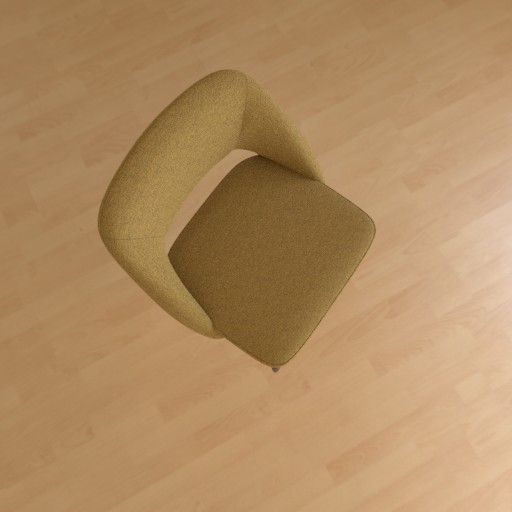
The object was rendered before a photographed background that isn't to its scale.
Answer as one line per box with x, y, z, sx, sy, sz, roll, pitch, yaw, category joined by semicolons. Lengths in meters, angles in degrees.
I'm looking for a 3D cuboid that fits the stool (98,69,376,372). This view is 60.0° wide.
0.000;0.000;1.262;0.522;0.939;0.536;35;79;8;stool
